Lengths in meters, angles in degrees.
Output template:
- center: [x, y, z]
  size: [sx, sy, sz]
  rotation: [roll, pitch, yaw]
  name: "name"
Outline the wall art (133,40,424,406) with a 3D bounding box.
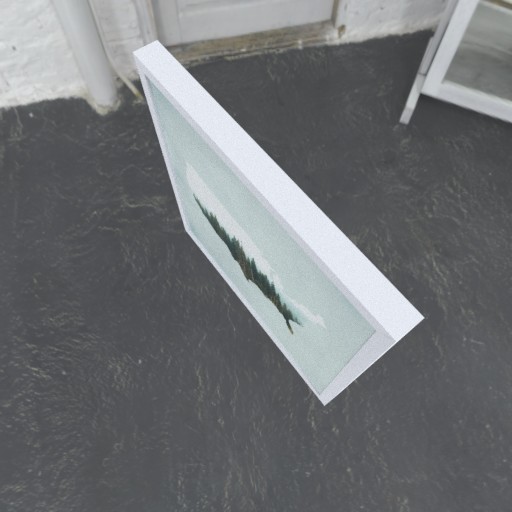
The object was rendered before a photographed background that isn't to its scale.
- center: [0.000, 0.000, 0.759]
  size: [0.040, 0.509, 0.509]
  rotation: [-35, 69, -15]
  name: "wall art"
